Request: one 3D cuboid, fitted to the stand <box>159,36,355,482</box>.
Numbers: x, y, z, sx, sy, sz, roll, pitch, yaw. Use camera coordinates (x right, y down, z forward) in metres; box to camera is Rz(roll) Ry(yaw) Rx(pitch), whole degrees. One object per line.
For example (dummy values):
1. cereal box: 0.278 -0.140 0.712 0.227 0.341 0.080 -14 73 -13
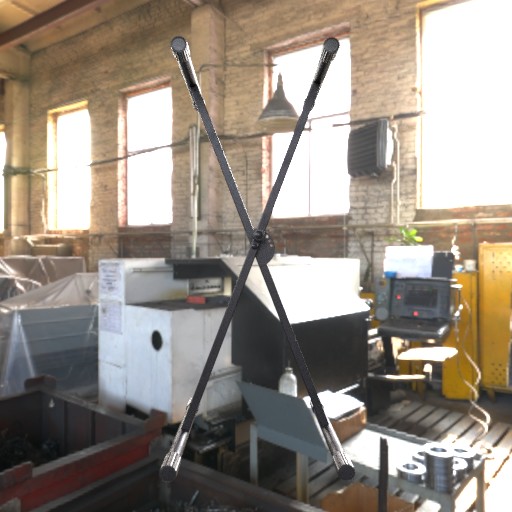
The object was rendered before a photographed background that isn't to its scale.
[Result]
1. stand: 0.000 0.000 1.145 0.409 0.940 0.449 0 0 -1
